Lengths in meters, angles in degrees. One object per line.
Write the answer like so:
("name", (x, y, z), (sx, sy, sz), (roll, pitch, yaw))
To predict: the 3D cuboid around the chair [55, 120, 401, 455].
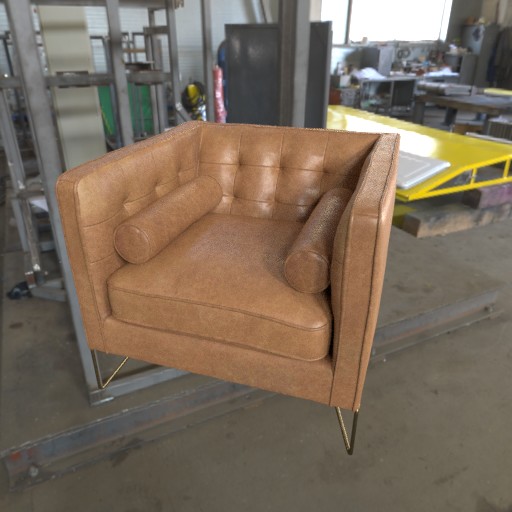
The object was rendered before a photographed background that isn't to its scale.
("chair", (0.000, 0.000, 1.638), (0.920, 0.797, 0.912), (8, 28, 16))
